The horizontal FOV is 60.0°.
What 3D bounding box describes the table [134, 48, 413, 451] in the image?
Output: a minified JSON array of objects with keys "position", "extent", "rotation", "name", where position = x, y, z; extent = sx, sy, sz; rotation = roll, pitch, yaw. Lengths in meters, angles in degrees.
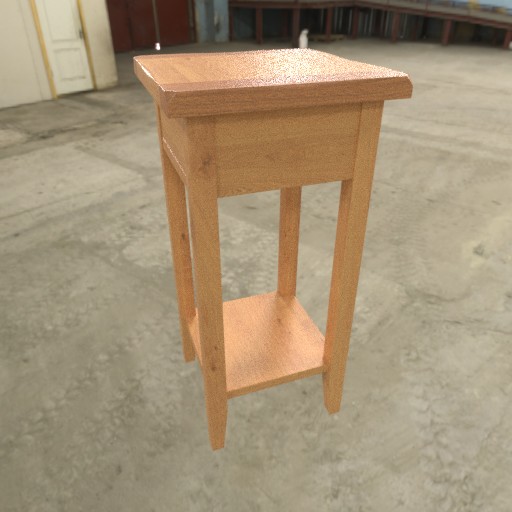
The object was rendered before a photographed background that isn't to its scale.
[{"position":[0.000,0.000,0.923],"extent":[0.360,0.740,0.360],"rotation":[-10,33,-17],"name":"table"}]
